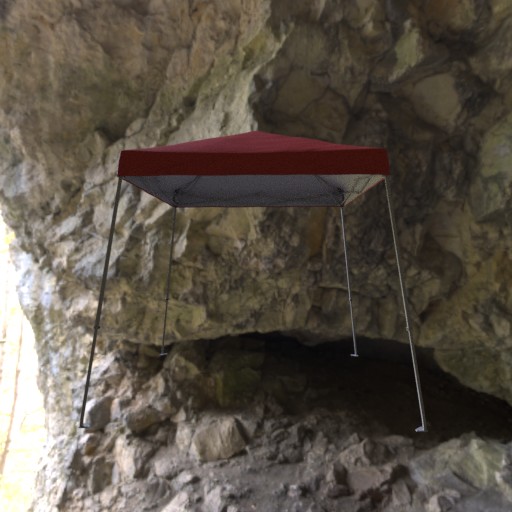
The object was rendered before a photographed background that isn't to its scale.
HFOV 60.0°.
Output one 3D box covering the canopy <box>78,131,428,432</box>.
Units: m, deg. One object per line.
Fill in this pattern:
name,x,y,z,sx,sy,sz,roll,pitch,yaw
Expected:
canopy,0.000,0.000,5.037,2.849,2.849,2.848,0,0,2
